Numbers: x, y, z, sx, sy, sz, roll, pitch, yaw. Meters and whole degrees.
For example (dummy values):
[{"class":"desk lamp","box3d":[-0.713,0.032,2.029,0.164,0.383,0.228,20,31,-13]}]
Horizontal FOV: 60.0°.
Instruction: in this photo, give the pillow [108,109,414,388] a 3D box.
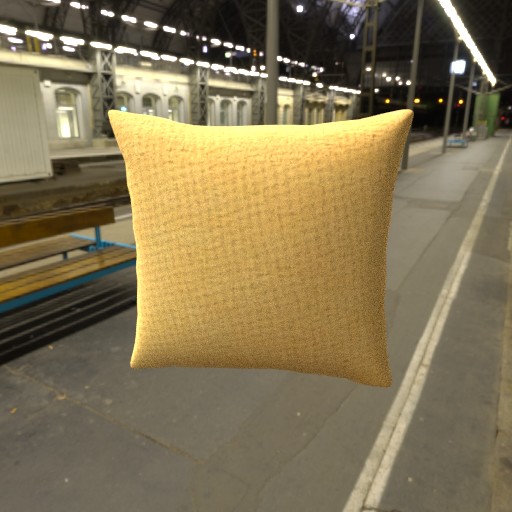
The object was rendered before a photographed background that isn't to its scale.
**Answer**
[{"class":"pillow","box3d":[0.000,0.000,0.649,0.419,0.407,0.173,2,17,8]}]
